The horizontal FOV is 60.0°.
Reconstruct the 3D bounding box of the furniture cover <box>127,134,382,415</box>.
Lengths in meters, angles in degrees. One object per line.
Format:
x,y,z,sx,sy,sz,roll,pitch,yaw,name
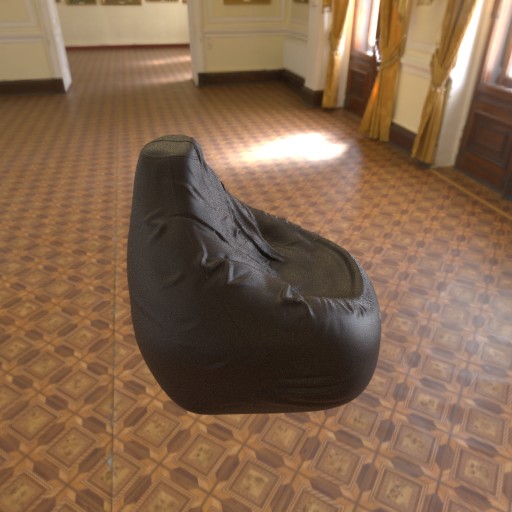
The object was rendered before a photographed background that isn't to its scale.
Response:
0.000,0.000,1.867,1.070,0.990,1.070,-1,31,-1,furniture cover
